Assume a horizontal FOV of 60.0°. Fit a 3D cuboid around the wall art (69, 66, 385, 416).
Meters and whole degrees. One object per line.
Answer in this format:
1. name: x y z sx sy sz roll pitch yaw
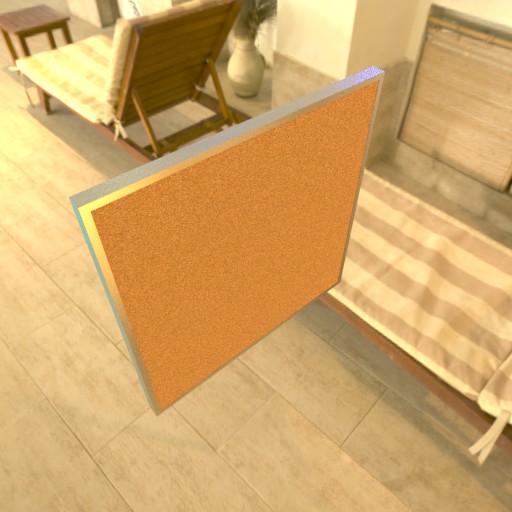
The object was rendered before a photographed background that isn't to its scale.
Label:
1. wall art: 0.000 0.000 1.218 0.806 0.806 0.038 -32 54 -27
